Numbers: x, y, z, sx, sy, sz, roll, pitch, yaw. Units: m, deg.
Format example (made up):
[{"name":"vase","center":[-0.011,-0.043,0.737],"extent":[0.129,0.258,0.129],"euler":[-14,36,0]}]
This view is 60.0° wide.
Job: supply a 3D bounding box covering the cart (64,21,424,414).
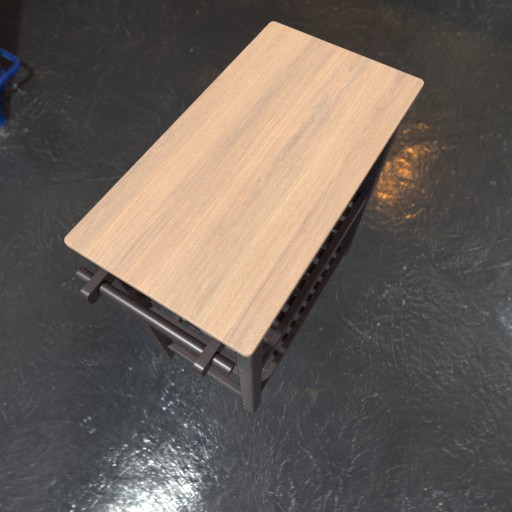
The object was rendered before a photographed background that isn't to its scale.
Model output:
[{"name":"cart","center":[0.000,0.000,1.416],"extent":[0.457,0.927,0.899],"euler":[29,66,14]}]
